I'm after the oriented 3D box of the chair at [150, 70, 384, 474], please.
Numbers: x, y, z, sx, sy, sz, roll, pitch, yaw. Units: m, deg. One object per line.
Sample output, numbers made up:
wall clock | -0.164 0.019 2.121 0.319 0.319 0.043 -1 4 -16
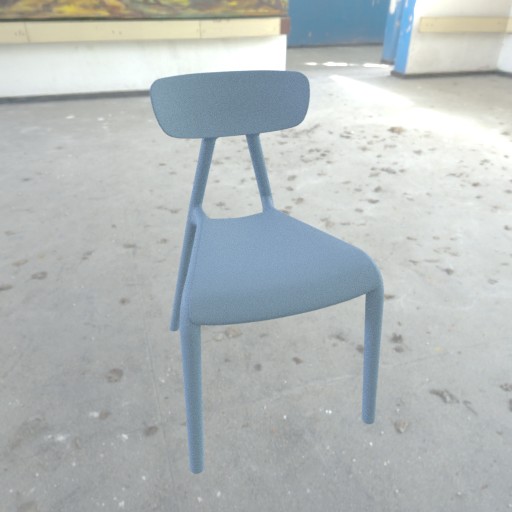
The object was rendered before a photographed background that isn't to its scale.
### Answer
chair | 0.000 0.000 0.812 0.356 0.580 0.401 -9 33 -15
